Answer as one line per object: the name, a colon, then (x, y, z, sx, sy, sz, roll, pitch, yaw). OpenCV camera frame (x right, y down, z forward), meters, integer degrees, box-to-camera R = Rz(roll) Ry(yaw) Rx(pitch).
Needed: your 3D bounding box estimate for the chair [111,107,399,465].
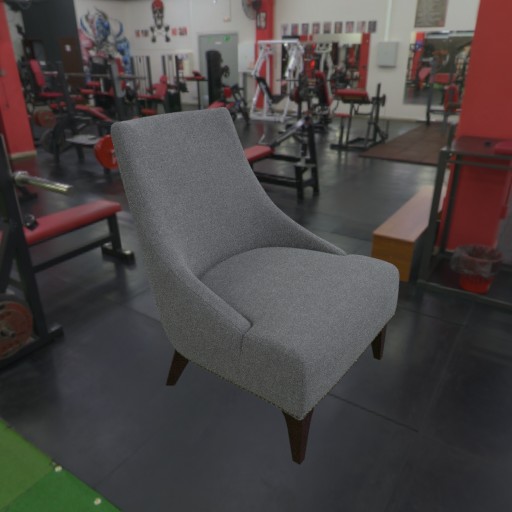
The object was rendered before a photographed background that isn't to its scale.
chair: (0.000, 0.000, 1.558, 0.861, 0.909, 0.701, 17, 30, 33)
